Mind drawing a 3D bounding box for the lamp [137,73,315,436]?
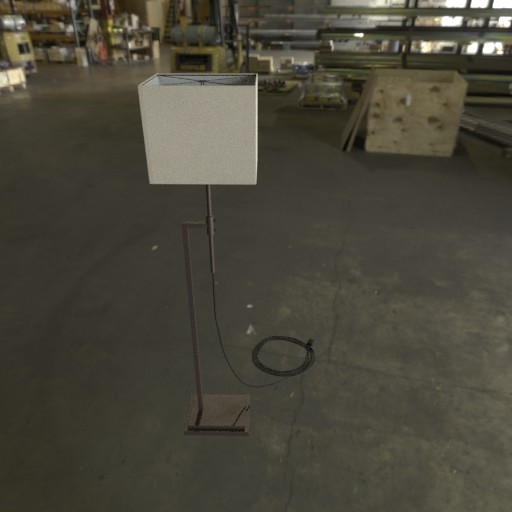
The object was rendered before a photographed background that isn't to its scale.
[{"bbox_3d":[0.000,0.000,2.049,0.698,1.600,0.774,0,29,1],"label":"lamp"}]
